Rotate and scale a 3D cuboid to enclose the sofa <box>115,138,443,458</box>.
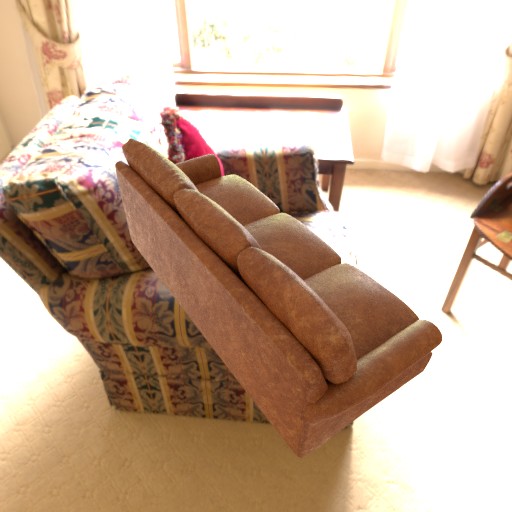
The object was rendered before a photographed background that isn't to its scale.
[{"bbox_3d":[0.000,0.000,2.874,0.973,0.977,2.351,-24,46,-26],"label":"sofa"}]
